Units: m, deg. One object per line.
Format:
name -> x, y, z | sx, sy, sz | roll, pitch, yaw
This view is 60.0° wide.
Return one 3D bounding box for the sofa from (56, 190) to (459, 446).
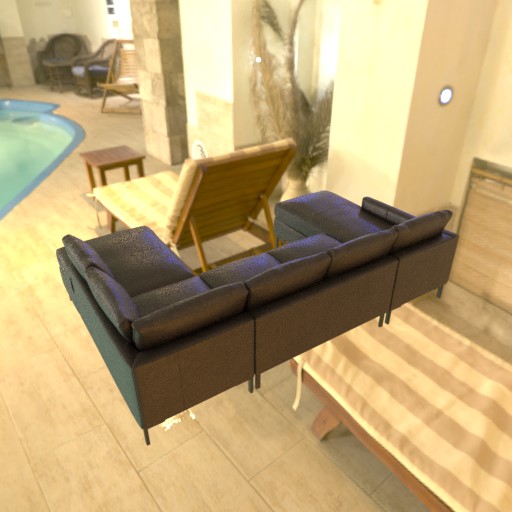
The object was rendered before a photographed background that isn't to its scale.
sofa -> 0.000, 0.000, 3.902 | 2.956, 0.900, 1.939 | -18, 35, -29
